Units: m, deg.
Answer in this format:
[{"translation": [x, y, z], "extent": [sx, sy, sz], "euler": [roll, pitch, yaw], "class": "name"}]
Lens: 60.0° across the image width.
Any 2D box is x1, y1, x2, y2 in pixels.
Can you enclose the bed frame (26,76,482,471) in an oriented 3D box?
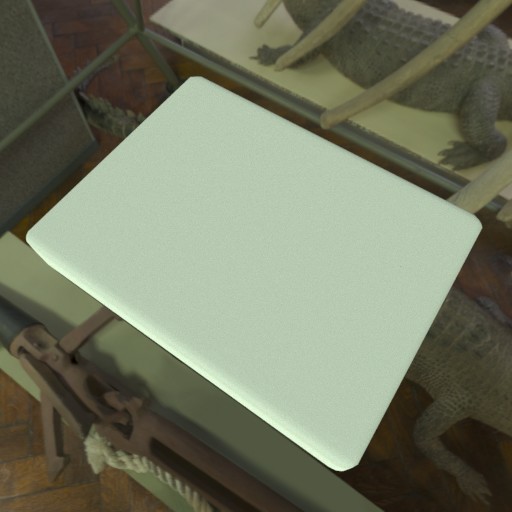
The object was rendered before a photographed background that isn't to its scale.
[{"translation": [0.000, 0.000, 2.693], "extent": [2.037, 0.677, 1.528], "euler": [31, 68, 15], "class": "bed frame"}]
